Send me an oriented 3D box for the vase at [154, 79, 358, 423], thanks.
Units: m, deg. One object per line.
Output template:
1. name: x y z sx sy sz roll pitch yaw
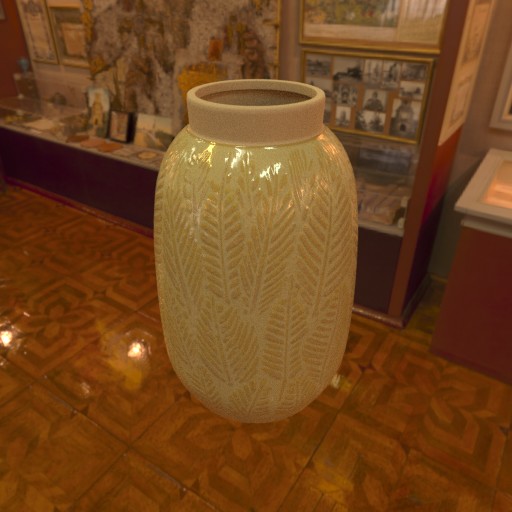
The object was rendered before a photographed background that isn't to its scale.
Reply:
1. vase: 0.000 0.000 0.380 0.172 0.270 0.172 0 32 0
